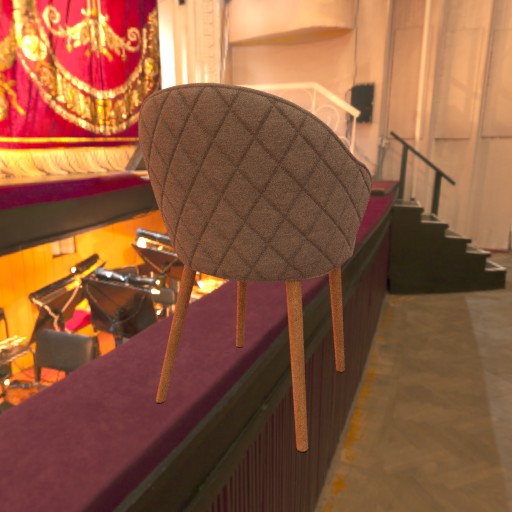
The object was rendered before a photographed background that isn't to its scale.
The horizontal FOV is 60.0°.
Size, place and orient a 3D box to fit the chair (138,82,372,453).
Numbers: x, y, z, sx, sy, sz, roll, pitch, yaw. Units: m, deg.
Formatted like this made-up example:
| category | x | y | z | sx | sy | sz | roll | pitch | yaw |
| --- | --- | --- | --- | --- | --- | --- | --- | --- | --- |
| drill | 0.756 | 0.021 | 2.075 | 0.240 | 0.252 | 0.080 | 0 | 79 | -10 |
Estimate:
| category | x | y | z | sx | sy | sz | roll | pitch | yaw |
| --- | --- | --- | --- | --- | --- | --- | --- | --- | --- |
| chair | 0.000 | 0.000 | 1.163 | 0.540 | 0.800 | 0.530 | 8 | 17 | 27 |
